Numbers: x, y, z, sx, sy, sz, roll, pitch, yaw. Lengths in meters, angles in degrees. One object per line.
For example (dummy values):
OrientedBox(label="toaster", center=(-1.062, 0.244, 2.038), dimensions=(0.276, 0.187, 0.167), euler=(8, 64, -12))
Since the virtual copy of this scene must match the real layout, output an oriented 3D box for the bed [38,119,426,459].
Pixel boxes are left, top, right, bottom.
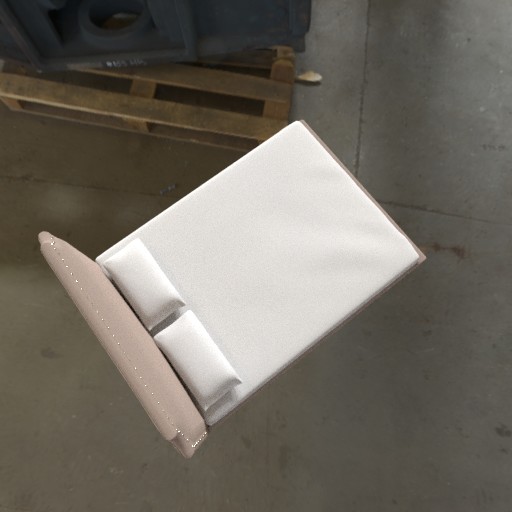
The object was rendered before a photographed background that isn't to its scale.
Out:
OrientedBox(label="bed", center=(0.000, 0.000, 3.476), dimensions=(2.372, 1.443, 1.713), euler=(-36, 78, -9))
